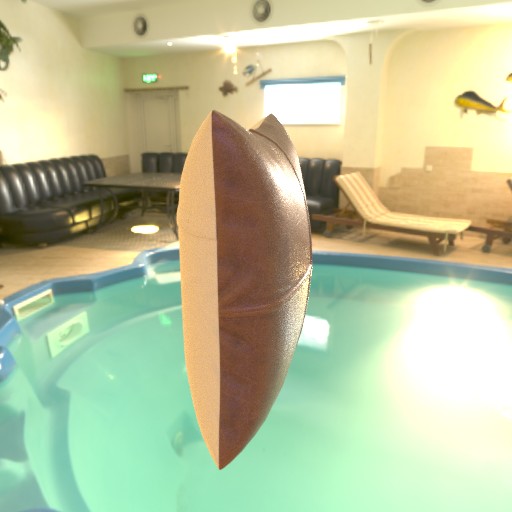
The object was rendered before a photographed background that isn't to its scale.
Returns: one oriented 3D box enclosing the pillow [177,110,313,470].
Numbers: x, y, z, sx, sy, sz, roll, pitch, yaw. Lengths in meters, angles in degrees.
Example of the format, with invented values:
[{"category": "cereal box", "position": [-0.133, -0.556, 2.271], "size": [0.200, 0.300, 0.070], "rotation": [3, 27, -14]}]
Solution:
[{"category": "pillow", "position": [0.000, 0.000, 0.749], "size": [0.192, 0.470, 0.484], "rotation": [3, 17, 9]}]
